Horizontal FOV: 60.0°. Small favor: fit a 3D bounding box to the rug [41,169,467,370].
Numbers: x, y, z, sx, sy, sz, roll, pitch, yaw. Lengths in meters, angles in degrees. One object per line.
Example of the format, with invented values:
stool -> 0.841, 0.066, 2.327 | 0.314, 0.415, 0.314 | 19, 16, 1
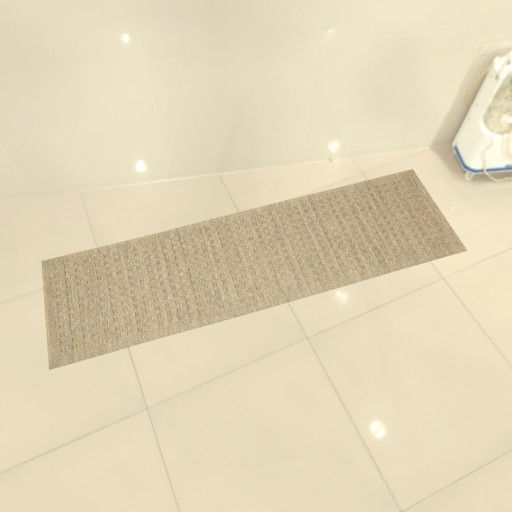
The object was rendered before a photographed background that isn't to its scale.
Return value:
rug -> 0.000, 0.000, 2.634 | 2.437, 0.005, 0.688 | -15, 59, -9
